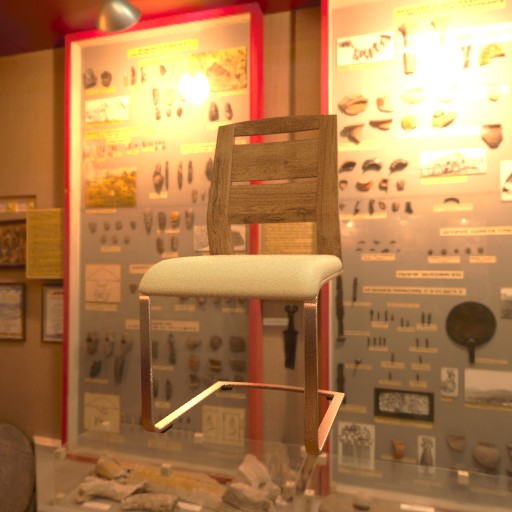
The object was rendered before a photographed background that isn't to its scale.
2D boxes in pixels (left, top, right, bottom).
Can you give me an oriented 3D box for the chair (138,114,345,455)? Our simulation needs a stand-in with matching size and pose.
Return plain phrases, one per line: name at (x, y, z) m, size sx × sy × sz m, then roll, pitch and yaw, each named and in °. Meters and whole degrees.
chair at (0.000, 0.000, 1.301) m, size 0.457 × 0.955 × 0.561 m, roll 0°, pitch 0°, yaw 18°
